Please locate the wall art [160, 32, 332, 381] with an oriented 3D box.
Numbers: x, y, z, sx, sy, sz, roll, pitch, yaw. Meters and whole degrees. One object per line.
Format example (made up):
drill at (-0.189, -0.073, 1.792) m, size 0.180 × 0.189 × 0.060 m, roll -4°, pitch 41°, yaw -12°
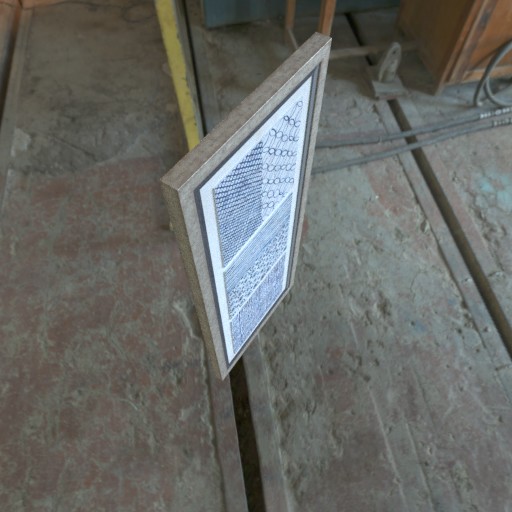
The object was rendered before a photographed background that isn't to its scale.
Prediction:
wall art at (0.000, 0.000, 1.699) m, size 0.051 × 1.461 × 0.648 m, roll 31°, pitch 64°, yaw 17°
